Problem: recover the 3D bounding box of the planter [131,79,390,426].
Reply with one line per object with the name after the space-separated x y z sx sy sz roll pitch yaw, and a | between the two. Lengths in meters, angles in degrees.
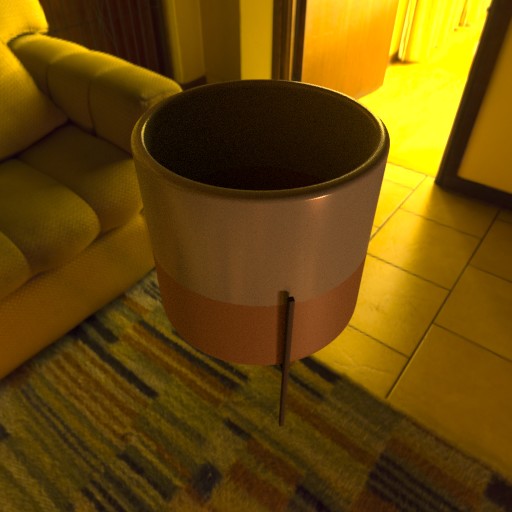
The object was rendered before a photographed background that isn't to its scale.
0.000 0.000 0.759 0.360 0.480 0.348 12 43 13 | planter
